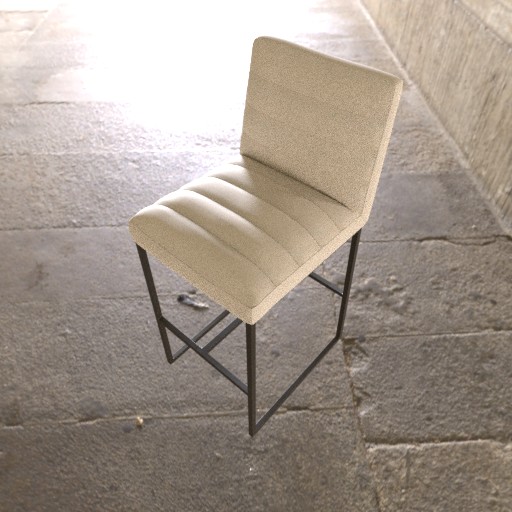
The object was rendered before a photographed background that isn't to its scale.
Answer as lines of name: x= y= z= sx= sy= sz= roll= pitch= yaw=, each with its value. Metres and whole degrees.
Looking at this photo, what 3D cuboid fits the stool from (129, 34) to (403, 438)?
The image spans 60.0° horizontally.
stool: x=0.000 y=0.000 z=1.358 sx=0.464 sy=1.061 sz=0.573 roll=32 pitch=54 yaw=28
